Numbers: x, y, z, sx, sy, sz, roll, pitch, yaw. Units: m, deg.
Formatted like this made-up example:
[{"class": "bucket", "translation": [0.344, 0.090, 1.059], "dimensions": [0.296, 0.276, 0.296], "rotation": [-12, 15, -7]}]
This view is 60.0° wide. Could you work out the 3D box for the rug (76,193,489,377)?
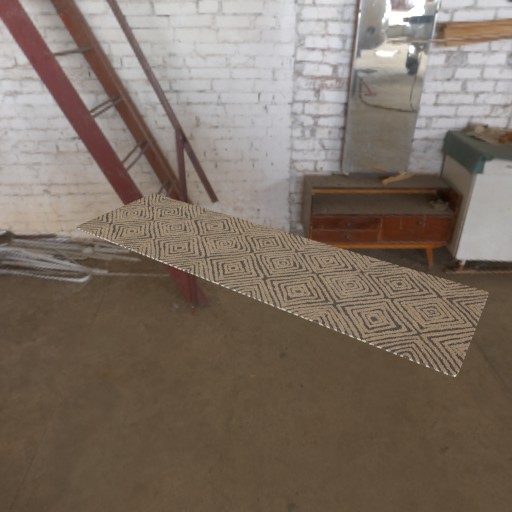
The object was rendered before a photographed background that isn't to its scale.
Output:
[{"class": "rug", "translation": [0.000, 0.000, 2.463], "dimensions": [2.277, 0.008, 0.676], "rotation": [19, 35, 29]}]
